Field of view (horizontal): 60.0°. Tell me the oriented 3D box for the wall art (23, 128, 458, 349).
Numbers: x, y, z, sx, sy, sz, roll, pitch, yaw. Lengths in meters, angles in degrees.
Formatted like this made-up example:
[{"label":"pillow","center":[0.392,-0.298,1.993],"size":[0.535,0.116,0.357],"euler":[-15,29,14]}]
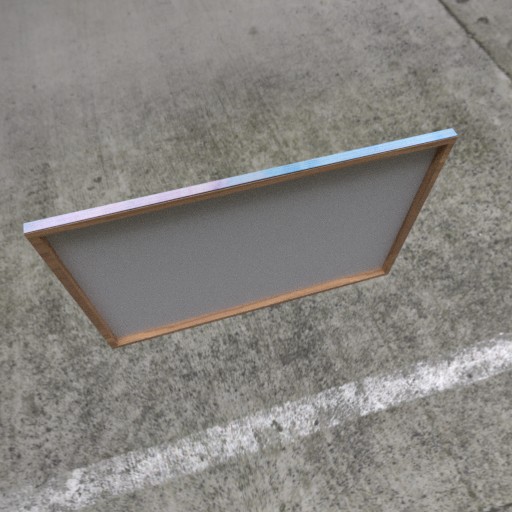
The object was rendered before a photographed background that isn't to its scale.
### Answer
[{"label":"wall art","center":[0.000,0.000,0.768],"size":[0.604,0.402,0.018],"euler":[-14,59,-9]}]
